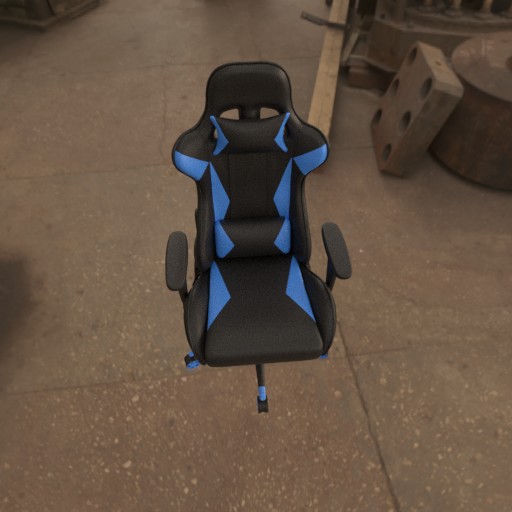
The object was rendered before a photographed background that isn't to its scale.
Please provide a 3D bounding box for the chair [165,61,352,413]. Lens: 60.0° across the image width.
[{"bbox_3d":[0.000,0.000,1.729,0.695,1.282,0.730,-4,46,-4],"label":"chair"}]
